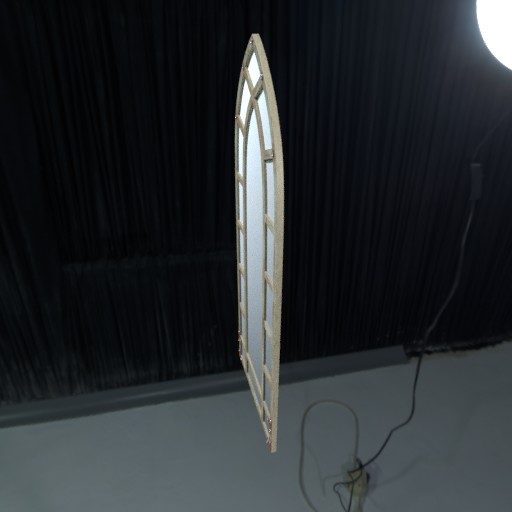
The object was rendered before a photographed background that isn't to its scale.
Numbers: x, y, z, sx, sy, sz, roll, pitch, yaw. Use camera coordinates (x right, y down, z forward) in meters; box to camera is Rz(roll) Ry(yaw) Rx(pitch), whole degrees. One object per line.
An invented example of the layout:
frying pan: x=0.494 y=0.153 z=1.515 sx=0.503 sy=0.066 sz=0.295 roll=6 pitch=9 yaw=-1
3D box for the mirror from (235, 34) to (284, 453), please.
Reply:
mirror: x=0.000 y=0.000 z=1.310 sx=0.025 sy=1.175 sz=0.464 roll=-7 pitch=30 yaw=-12
